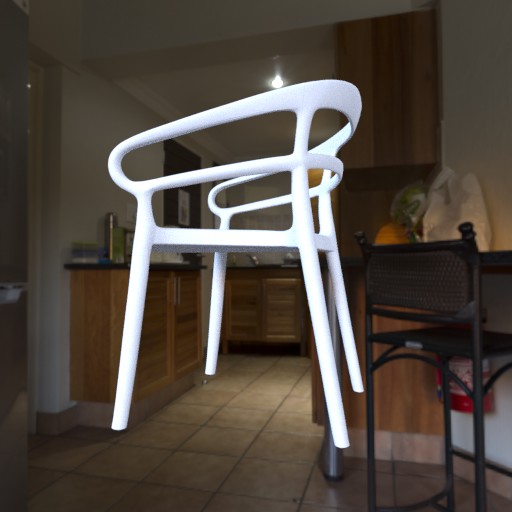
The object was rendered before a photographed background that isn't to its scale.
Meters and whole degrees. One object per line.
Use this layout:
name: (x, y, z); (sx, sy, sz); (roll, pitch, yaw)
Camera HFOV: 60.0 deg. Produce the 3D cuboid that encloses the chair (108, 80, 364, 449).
chair: (0.000, 0.000, 1.136); (0.527, 0.761, 0.559); (0, -1, 18)
